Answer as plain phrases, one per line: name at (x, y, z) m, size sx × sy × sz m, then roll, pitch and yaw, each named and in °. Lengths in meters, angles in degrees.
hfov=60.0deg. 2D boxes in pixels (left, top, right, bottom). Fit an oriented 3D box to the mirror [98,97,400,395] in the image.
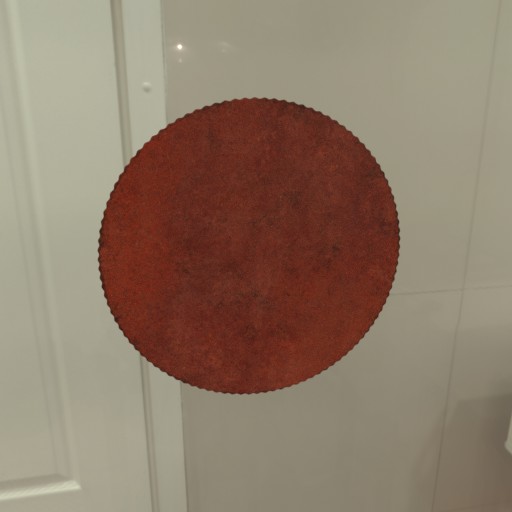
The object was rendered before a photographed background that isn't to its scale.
mirror at (0.000, 0.000, 0.906) m, size 0.609 × 0.609 × 0.056 m, roll -3°, pitch 16°, yaw -10°
